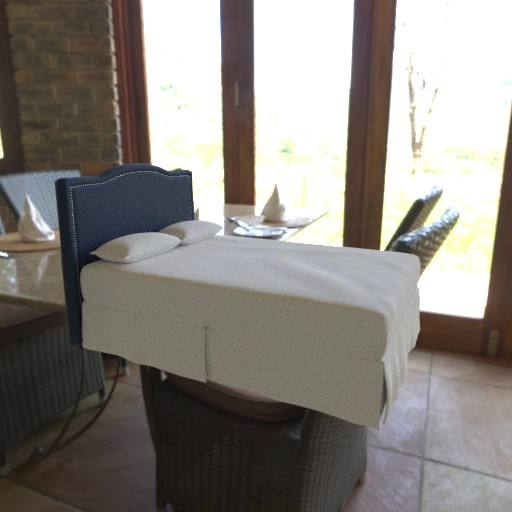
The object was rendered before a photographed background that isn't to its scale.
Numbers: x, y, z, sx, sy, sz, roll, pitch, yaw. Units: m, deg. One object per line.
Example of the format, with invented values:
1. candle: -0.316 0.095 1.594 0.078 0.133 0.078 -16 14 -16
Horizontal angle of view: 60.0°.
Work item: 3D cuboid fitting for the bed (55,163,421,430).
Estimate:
1. bed: 0.000 0.000 3.613 2.507 1.441 1.741 7 15 25
